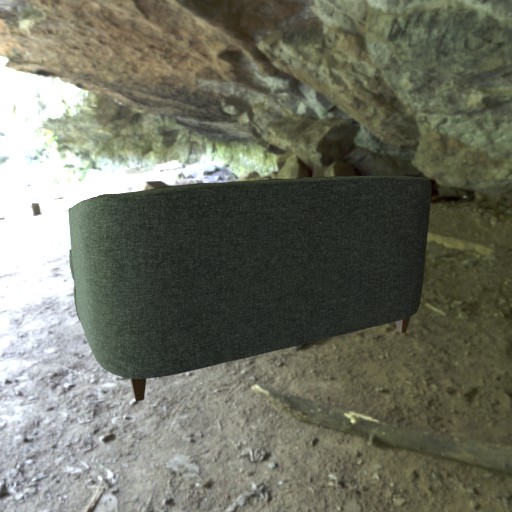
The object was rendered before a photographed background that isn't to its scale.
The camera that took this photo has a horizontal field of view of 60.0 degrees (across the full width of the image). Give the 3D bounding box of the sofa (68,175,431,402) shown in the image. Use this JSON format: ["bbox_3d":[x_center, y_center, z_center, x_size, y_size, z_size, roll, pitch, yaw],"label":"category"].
[{"bbox_3d":[0.000,0.000,2.290,1.733,0.855,0.941,-7,16,-26],"label":"sofa"}]
